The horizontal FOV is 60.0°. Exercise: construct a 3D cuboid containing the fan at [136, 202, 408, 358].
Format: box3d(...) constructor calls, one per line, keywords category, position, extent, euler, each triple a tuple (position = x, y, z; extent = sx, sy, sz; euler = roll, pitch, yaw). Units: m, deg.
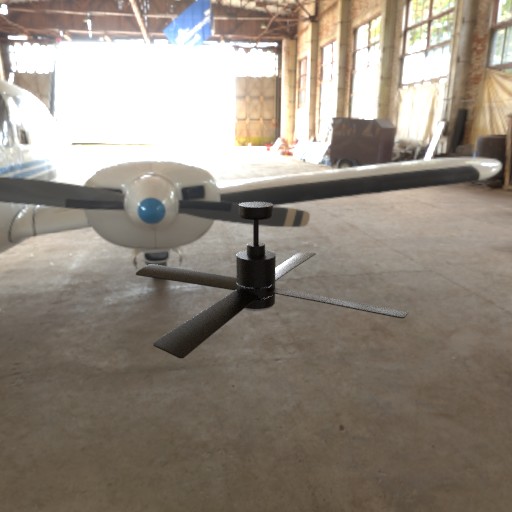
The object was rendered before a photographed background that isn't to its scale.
box3d(category="fan", position=(0.000, 0.000, 2.281), extent=(1.525, 0.534, 1.525), euler=(8, 18, 26))
